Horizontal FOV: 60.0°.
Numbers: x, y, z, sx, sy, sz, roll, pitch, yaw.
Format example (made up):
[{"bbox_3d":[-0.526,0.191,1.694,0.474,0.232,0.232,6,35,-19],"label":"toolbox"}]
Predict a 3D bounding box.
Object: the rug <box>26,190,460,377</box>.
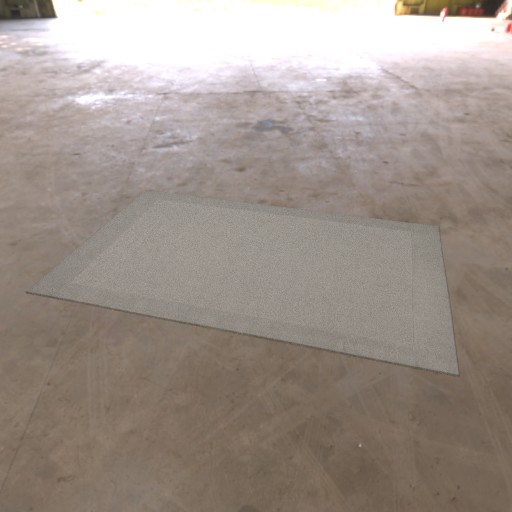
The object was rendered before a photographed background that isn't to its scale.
[{"bbox_3d":[0.000,0.000,2.991,2.438,0.014,1.524,9,34,13],"label":"rug"}]
